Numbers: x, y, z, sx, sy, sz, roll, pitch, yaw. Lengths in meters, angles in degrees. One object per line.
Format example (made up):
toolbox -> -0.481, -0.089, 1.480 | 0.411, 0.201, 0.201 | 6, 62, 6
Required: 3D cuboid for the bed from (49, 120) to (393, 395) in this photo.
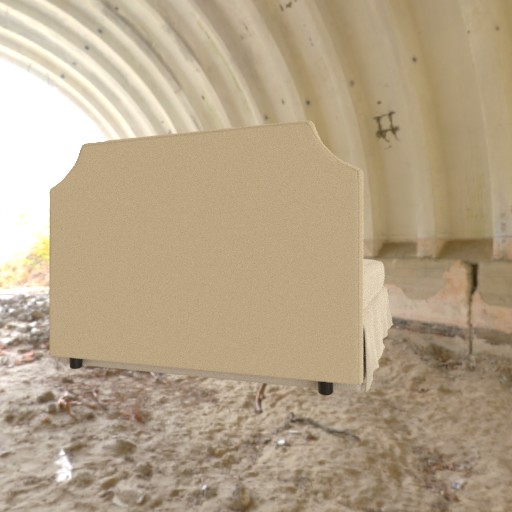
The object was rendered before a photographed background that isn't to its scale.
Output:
bed -> 0.000, 0.000, 4.122 | 2.350, 1.590, 2.773 | 0, 0, 19
